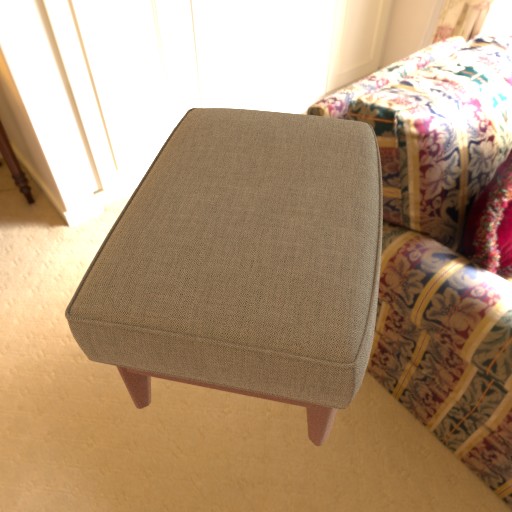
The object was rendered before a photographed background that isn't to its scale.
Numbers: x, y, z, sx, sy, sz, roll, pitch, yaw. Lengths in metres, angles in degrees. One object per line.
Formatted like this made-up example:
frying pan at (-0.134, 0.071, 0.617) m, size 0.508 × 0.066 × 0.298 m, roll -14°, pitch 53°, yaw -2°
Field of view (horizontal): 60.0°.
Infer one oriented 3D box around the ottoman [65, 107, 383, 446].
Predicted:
ottoman at (0.000, 0.000, 1.093) m, size 0.555 × 0.458 × 0.750 m, roll 9°, pitch 48°, yaw 8°
